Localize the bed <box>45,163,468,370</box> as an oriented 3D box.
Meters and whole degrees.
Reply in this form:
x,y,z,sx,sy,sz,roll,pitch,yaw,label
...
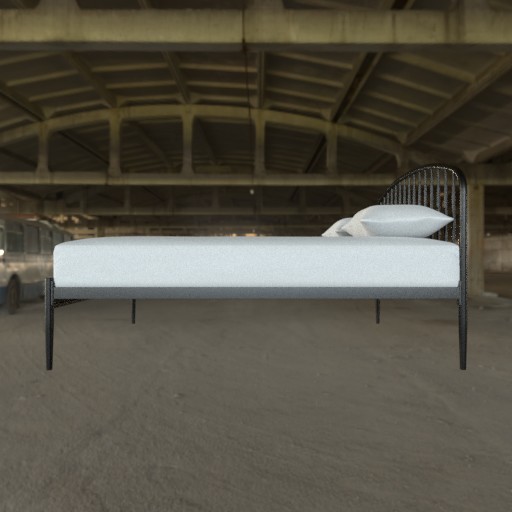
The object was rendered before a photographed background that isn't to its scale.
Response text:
x,y,z,sx,sy,sz,roll,pitch,yaw,label
0.000,0.000,3.055,2.159,1.166,1.618,0,0,0,bed
